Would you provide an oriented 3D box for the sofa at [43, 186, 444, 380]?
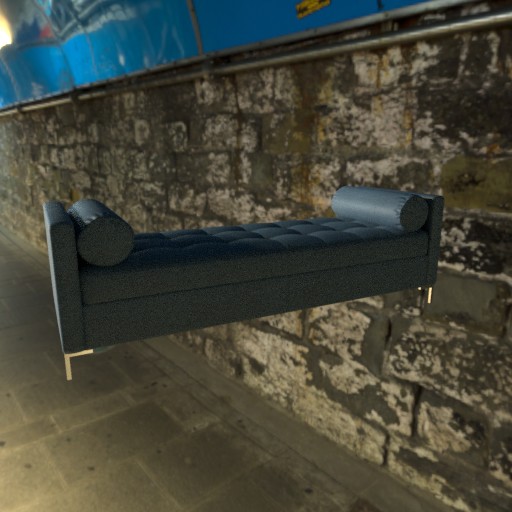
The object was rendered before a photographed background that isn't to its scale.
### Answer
[{"bbox_3d":[0.000,0.000,2.361,1.981,0.635,0.686,-7,16,-26],"label":"sofa"}]
